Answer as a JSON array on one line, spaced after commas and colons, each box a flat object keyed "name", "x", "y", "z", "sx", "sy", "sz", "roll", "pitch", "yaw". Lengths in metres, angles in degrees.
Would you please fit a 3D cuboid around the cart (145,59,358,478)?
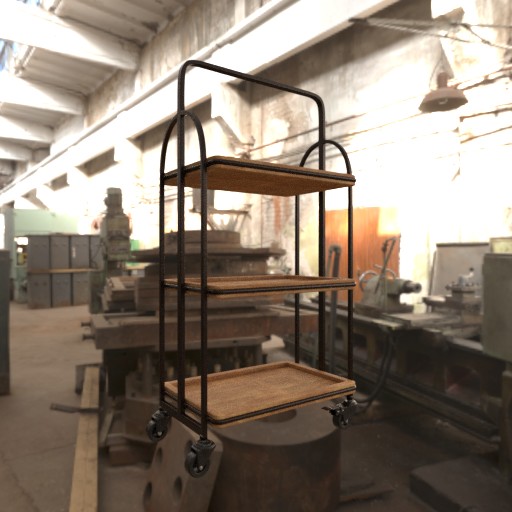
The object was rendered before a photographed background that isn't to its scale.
[{"name": "cart", "x": 0.000, "y": 0.000, "z": 1.250, "sx": 0.553, "sy": 1.001, "sz": 0.327, "roll": 0, "pitch": 0, "yaw": -35}]
